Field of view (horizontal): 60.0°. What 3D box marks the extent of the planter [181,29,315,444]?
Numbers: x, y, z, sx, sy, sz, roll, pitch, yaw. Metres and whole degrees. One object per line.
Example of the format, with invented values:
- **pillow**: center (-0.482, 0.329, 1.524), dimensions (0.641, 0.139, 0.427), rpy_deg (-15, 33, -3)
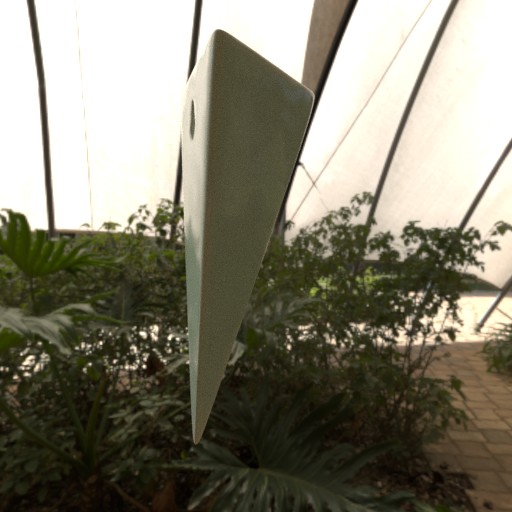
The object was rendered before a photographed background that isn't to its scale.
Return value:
- **planter**: center (0.000, 0.000, 0.220), dimensions (0.064, 0.178, 0.080), rpy_deg (0, 0, -19)
